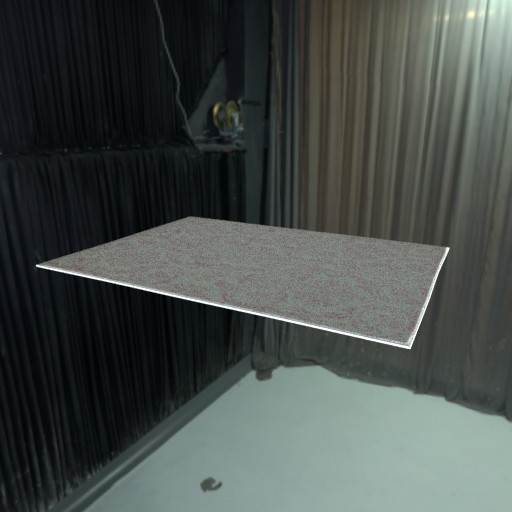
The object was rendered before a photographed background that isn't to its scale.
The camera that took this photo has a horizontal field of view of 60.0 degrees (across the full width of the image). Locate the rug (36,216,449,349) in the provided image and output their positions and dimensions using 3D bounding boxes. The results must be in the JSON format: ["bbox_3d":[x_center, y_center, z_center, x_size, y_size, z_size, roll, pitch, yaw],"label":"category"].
[{"bbox_3d":[0.000,0.000,2.899,2.202,0.014,1.598,9,19,26],"label":"rug"}]
